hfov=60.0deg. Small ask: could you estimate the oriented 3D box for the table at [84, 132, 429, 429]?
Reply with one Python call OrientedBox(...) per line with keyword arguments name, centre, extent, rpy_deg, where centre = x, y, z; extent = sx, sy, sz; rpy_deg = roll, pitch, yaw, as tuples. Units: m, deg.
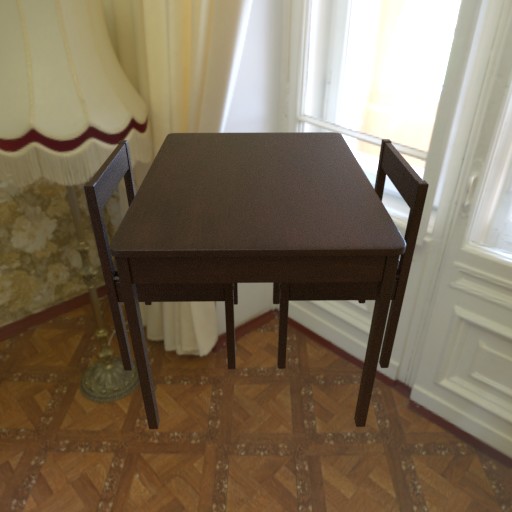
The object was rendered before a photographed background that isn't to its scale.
OrientedBox(name="table", centre=(0.000, 0.000, 1.111), extent=(0.672, 0.503, 0.650), rpy_deg=(0, 32, -1))
